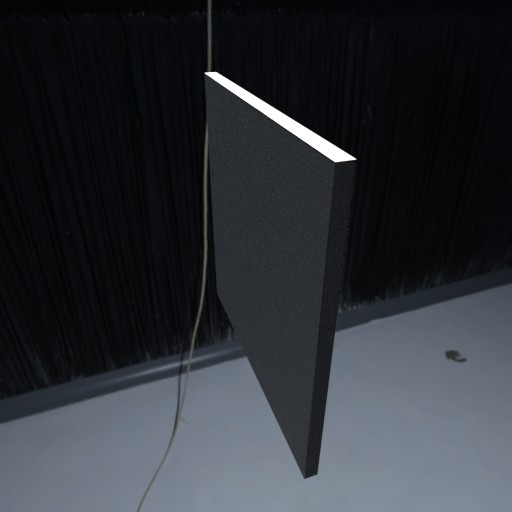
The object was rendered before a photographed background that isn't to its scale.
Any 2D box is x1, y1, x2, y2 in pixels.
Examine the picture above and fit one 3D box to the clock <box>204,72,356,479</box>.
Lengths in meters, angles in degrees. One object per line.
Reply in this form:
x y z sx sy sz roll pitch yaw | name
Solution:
0.000 0.000 1.049 0.032 0.705 0.705 -11 33 -17 | clock
